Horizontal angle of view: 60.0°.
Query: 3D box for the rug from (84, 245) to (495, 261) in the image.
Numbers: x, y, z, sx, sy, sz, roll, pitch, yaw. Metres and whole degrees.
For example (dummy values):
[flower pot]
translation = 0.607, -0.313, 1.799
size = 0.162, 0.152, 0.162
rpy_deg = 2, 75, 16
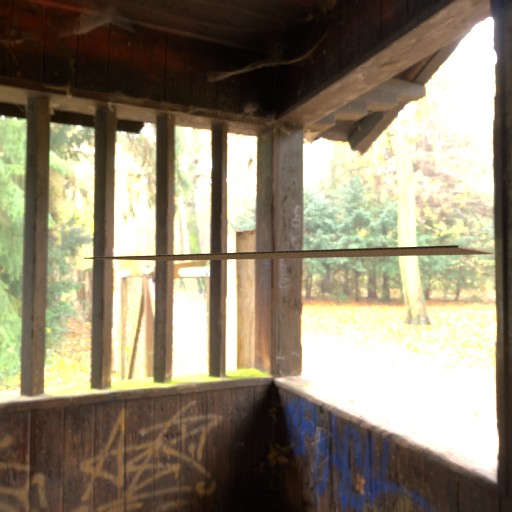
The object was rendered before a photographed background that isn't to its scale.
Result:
[rug]
translation = 0.000, 0.000, 2.660
size = 2.448, 0.012, 0.769
rpy_deg = -1, -2, 37
